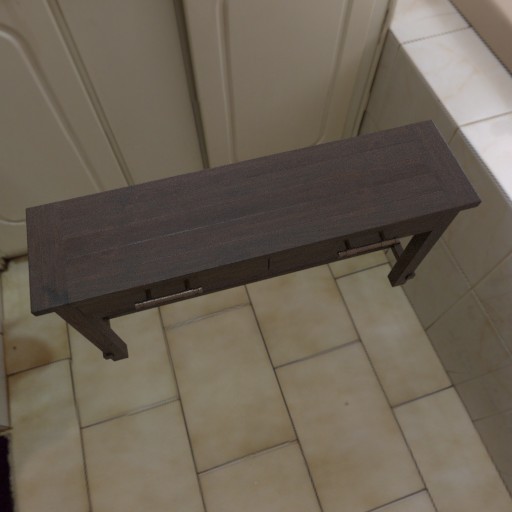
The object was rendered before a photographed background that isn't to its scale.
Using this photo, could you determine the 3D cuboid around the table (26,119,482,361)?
[{"bbox_3d":[0.000,0.000,1.931,1.599,0.762,0.442,-14,64,-7],"label":"table"}]
